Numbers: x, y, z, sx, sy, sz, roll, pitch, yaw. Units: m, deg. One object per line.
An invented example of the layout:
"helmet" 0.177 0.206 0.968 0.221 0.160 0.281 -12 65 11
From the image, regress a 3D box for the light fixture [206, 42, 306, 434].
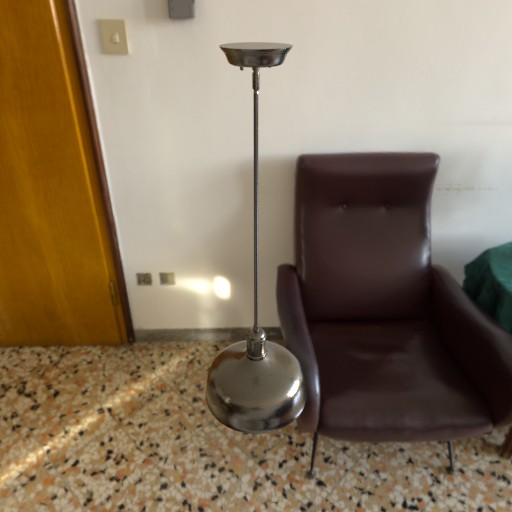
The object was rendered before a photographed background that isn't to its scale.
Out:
"light fixture" 0.000 0.000 1.086 0.299 0.935 0.299 -21 36 -31
